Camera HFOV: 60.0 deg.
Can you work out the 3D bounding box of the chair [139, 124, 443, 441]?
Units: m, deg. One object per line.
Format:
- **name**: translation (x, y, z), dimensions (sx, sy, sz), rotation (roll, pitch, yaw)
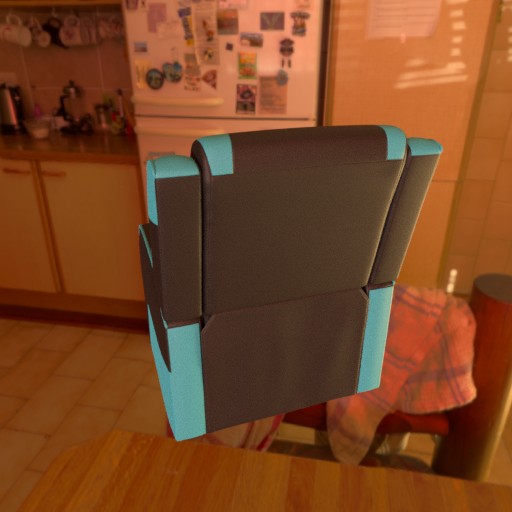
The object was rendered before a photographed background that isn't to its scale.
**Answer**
- **chair**: translation (0.000, 0.000, 1.276), dimensions (0.620, 0.805, 0.672), rotation (-9, 27, -17)
